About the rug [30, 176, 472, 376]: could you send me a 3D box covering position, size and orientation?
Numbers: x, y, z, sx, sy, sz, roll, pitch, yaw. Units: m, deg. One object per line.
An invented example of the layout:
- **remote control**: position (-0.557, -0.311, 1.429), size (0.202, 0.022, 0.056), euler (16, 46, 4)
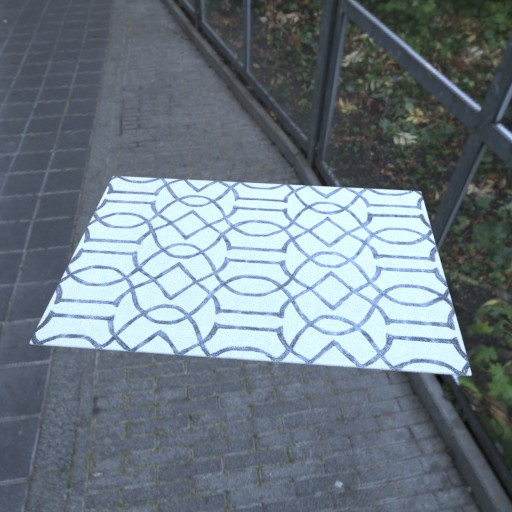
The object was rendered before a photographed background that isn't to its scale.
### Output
- **rug**: position (0.000, 0.000, 2.873), size (2.365, 0.017, 1.521), euler (3, 47, 3)
